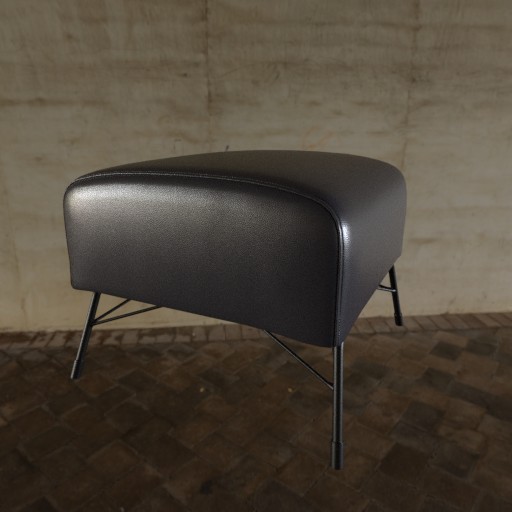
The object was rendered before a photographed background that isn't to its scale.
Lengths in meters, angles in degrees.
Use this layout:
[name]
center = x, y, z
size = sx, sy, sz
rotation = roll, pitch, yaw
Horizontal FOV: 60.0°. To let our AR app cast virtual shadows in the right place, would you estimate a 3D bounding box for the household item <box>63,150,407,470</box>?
[household item]
center = 0.000, 0.000, 0.894
size = 0.530, 0.410, 0.530
rotation = 8, 18, 26
